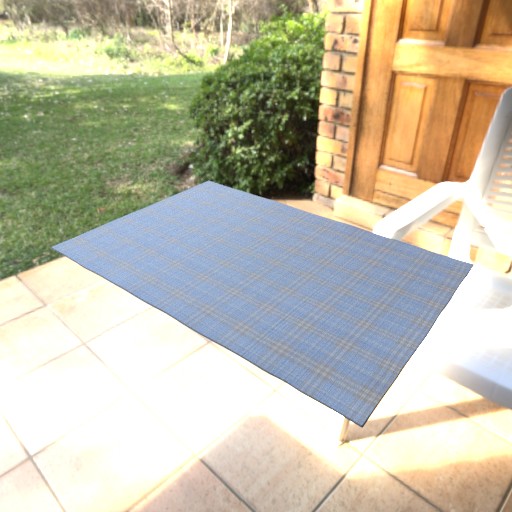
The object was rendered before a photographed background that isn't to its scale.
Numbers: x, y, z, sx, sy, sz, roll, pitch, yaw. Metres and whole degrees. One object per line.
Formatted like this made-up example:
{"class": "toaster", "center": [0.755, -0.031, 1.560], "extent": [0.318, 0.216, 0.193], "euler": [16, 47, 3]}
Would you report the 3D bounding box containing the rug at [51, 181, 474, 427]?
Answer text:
{"class": "rug", "center": [0.000, 0.000, 2.296], "extent": [1.835, 0.012, 1.231], "euler": [22, 38, 32]}
